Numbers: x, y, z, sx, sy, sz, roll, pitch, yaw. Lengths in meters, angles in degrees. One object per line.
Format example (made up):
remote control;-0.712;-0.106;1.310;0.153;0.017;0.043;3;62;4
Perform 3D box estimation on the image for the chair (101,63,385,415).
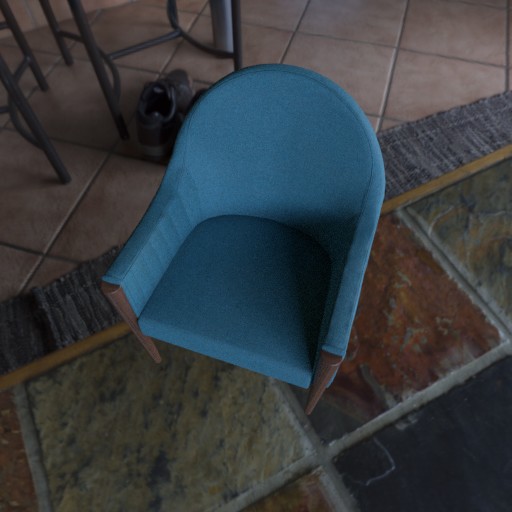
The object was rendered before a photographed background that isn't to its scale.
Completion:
chair;0.000;0.000;1.375;0.656;0.907;0.652;16;59;10
